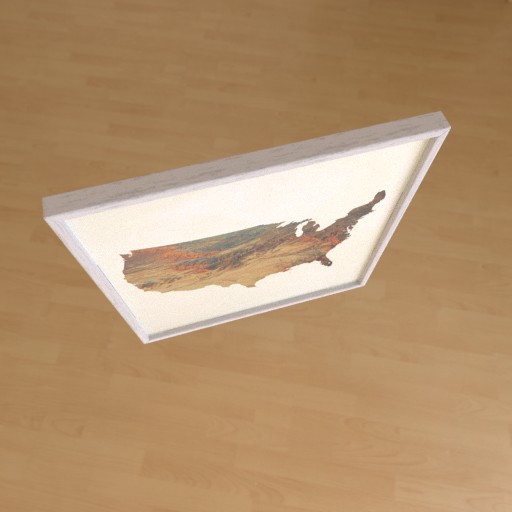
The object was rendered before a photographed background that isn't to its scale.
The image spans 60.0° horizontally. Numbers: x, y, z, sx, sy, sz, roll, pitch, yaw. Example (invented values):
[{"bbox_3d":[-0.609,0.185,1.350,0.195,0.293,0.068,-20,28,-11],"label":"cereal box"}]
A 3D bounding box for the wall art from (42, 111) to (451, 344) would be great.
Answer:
[{"bbox_3d":[0.000,0.000,1.936,1.287,1.288,0.078,-14,64,-7],"label":"wall art"}]
